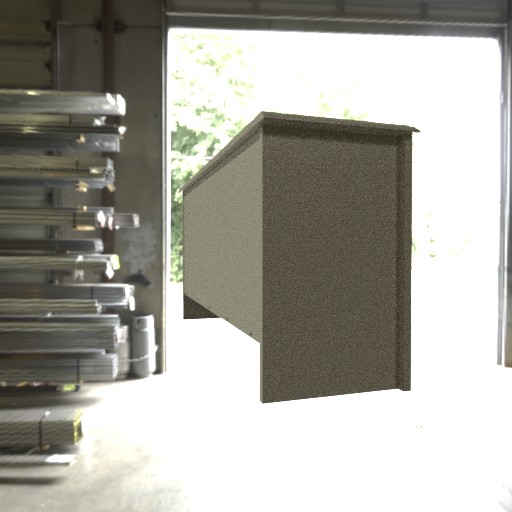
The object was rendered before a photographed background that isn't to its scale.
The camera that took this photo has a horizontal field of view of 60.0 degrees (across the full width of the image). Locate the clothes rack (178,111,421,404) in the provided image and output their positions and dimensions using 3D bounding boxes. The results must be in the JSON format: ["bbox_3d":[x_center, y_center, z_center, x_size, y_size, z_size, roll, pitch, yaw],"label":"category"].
[{"bbox_3d":[0.000,0.000,1.355,0.324,0.531,1.120,0,1,-17],"label":"clothes rack"}]
